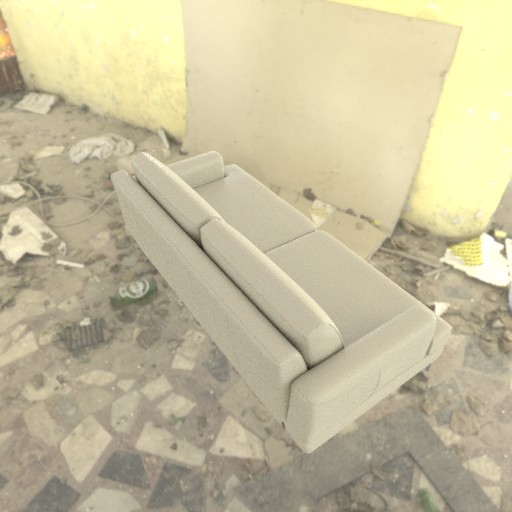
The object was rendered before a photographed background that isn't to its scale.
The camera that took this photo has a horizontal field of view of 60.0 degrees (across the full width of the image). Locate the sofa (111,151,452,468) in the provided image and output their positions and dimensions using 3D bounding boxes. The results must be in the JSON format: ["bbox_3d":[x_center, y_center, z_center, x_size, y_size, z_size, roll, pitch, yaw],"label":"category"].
[{"bbox_3d":[0.000,0.000,2.491,0.974,0.765,1.940,-25,47,-26],"label":"sofa"}]
